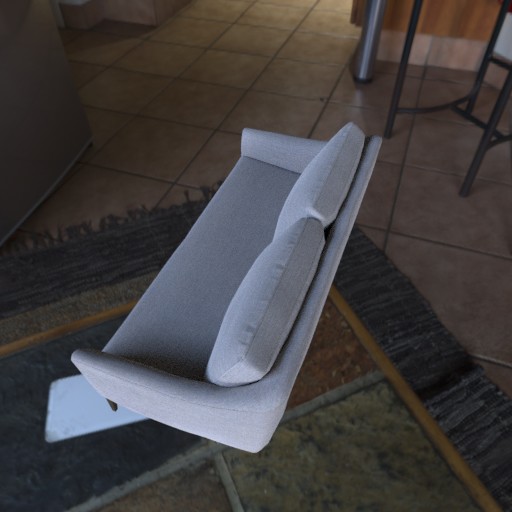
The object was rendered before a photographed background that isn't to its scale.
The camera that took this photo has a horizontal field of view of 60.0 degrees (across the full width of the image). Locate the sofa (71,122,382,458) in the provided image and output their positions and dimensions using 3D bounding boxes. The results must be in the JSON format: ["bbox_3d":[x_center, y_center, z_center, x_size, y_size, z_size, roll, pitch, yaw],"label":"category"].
[{"bbox_3d":[0.000,0.000,2.576,0.980,0.913,2.036,16,50,14],"label":"sofa"}]
